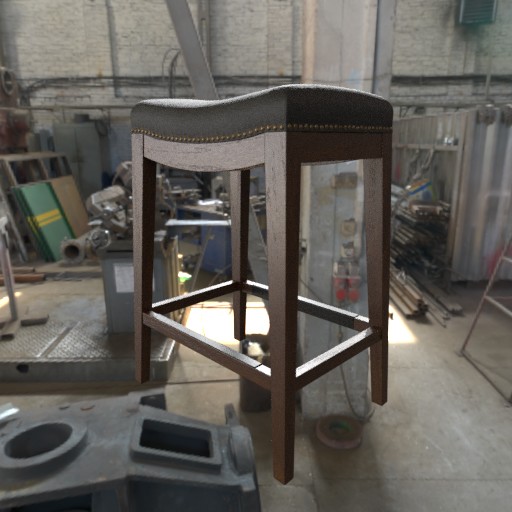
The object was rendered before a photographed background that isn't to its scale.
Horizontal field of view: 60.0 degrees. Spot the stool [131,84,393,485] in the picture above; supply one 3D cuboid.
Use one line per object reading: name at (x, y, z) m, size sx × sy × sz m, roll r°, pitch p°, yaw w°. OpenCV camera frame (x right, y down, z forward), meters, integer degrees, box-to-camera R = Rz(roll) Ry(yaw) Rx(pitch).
stool at (0.000, 0.000, 0.966) m, size 0.490 × 0.664 × 0.353 m, roll 14°, pitch 21°, yaw 43°
